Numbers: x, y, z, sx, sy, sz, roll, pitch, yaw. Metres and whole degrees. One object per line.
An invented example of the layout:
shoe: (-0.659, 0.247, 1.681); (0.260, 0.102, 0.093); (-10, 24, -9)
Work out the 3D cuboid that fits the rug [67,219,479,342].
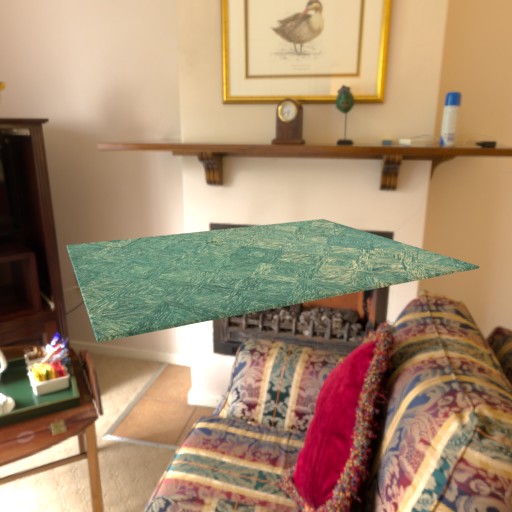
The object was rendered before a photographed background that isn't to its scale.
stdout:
rug: (0.000, 0.000, 4.266); (3.217, 0.027, 2.405); (-8, 18, -25)
